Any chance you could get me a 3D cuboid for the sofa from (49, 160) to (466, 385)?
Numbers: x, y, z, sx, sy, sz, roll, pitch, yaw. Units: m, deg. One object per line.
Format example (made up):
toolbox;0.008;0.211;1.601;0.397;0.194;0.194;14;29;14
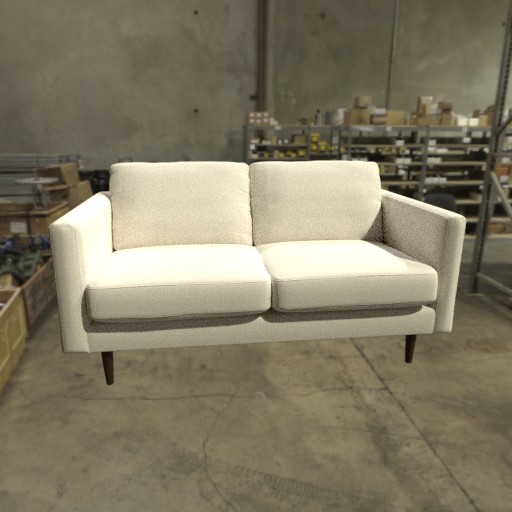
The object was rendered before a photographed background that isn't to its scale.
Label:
sofa;0.000;0.000;2.229;1.713;0.893;0.940;-2;16;-7
